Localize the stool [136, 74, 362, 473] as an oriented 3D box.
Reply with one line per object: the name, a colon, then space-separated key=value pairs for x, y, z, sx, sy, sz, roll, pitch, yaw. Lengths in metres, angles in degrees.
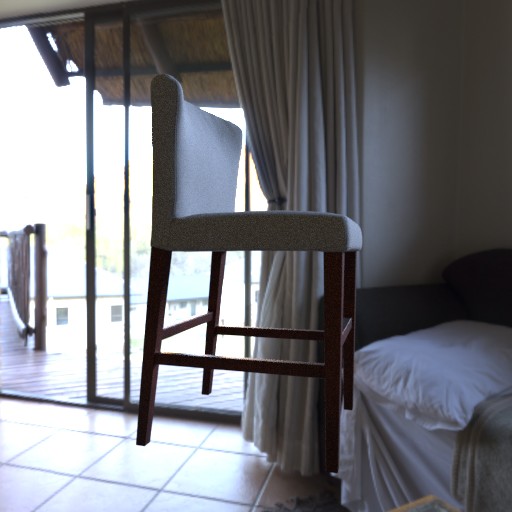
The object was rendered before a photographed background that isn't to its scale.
stool: x=0.000 y=0.000 z=1.267 sx=0.568 sy=0.968 sz=0.479 roll=0 pitch=1 yaw=17
